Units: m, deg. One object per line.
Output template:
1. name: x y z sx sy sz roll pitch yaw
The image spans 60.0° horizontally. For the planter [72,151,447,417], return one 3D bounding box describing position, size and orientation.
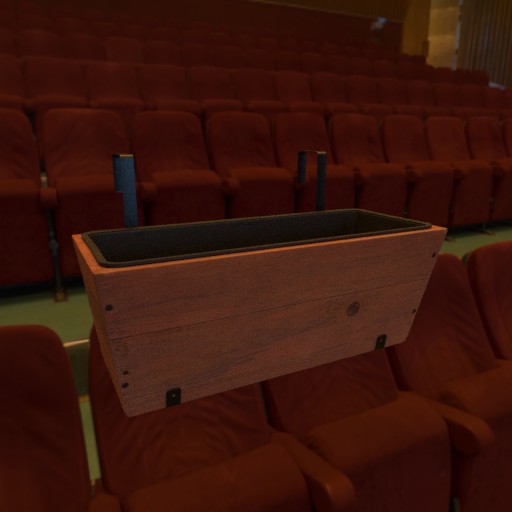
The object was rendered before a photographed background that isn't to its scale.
1. planter: 0.000 0.000 0.646 0.480 0.289 0.262 -8 17 -26
